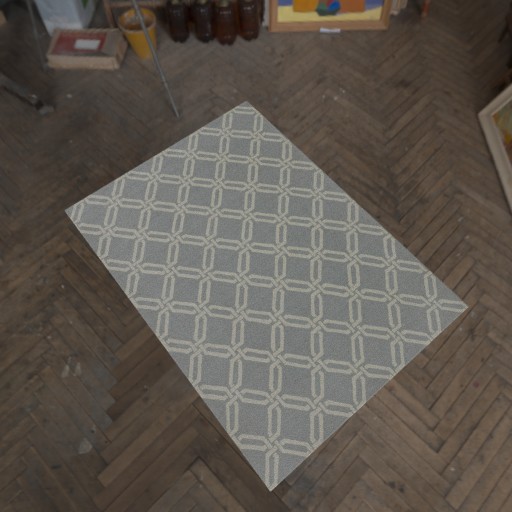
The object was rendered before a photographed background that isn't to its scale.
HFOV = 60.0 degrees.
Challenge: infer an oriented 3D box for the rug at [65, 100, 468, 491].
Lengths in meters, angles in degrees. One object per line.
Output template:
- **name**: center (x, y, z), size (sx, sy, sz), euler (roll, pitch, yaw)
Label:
- **rug**: center (0.000, 0.000, 4.410), size (2.438, 0.013, 3.353), euler (-36, 69, -16)
